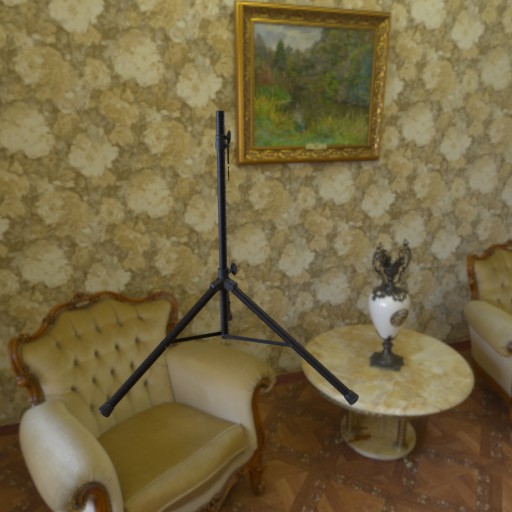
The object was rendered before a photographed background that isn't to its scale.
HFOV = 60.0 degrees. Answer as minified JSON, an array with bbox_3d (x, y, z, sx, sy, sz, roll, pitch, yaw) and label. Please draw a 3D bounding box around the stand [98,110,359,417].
[{"bbox_3d":[0.000,0.000,1.813,0.907,1.136,1.045,8,17,25],"label":"stand"}]
